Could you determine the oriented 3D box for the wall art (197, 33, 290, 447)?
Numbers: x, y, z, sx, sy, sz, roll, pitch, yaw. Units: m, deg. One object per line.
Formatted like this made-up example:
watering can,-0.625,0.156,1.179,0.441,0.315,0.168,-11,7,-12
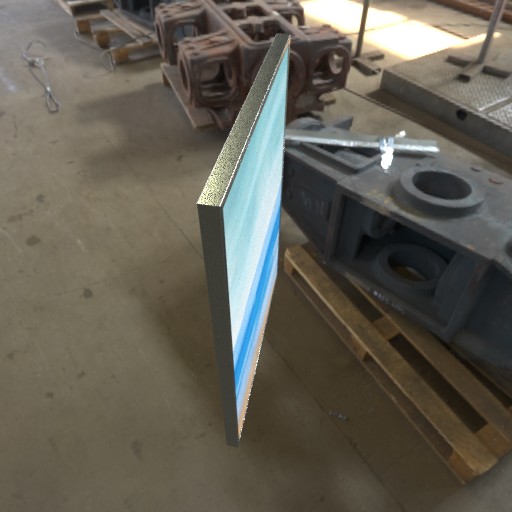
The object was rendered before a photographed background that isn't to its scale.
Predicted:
wall art,0.000,0.000,1.409,0.041,1.062,0.803,8,47,8
